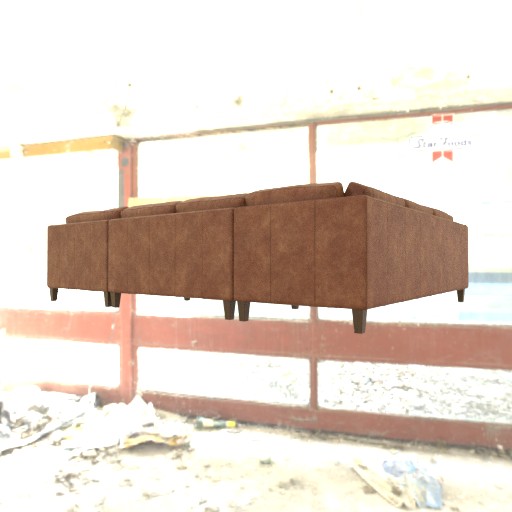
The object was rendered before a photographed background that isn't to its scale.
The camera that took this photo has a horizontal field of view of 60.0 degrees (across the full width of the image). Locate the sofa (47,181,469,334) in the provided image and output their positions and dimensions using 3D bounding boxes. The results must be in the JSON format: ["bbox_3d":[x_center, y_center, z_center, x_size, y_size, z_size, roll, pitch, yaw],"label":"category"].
[{"bbox_3d":[0.000,0.000,4.326,3.324,0.888,2.452,-1,-1,37],"label":"sofa"}]
